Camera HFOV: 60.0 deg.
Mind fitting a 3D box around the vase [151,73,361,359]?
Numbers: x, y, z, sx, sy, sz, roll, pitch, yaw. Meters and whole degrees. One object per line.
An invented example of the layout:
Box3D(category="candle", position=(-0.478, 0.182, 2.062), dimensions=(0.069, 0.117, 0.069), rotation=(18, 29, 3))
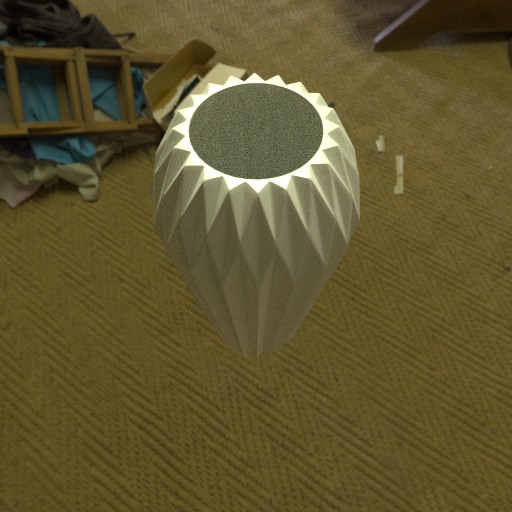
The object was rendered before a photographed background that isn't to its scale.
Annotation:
Box3D(category="vase", position=(0.000, 0.000, 0.344), dimensions=(0.133, 0.263, 0.133), rotation=(0, 59, 0))
